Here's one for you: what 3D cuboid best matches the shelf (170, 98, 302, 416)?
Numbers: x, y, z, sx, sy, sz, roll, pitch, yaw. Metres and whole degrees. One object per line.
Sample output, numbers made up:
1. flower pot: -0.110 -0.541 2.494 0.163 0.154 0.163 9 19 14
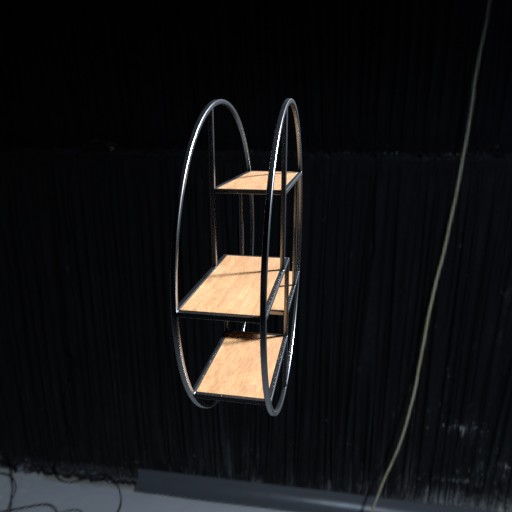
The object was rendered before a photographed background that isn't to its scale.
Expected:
1. shelf: 0.000 0.000 1.329 0.202 0.888 0.888 3 16 10
